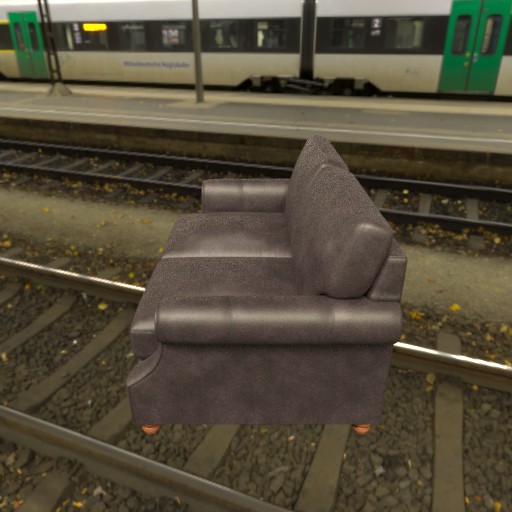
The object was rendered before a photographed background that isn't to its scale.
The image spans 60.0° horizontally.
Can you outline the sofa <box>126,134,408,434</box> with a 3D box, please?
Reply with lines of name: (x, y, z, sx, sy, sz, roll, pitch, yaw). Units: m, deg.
sofa: (0.000, 0.000, 2.309, 1.030, 0.979, 1.663, 0, 26, 0)
